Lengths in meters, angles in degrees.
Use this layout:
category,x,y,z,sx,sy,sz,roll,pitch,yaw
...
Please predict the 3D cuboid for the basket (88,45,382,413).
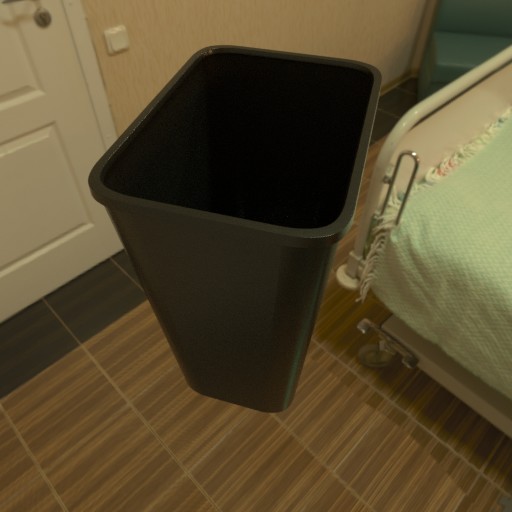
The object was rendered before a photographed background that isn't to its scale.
category,x,y,z,sx,sy,sz,roll,pitch,yaw
basket,0.000,0.000,0.748,0.287,0.521,0.394,12,49,11
